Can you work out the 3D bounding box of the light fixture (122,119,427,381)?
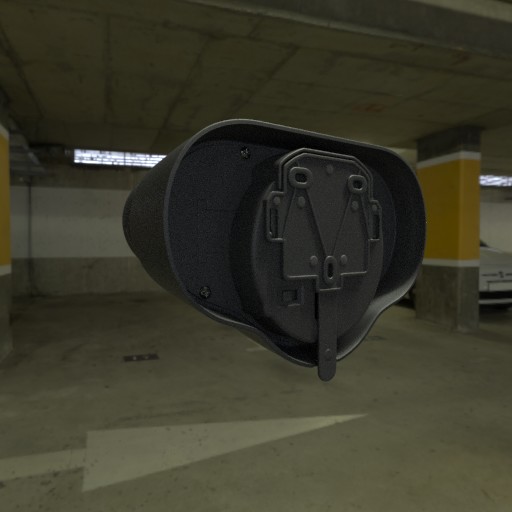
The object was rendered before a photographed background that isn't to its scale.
[{"bbox_3d":[0.000,0.000,0.348,0.229,0.159,0.159,-1,2,-37],"label":"light fixture"}]
